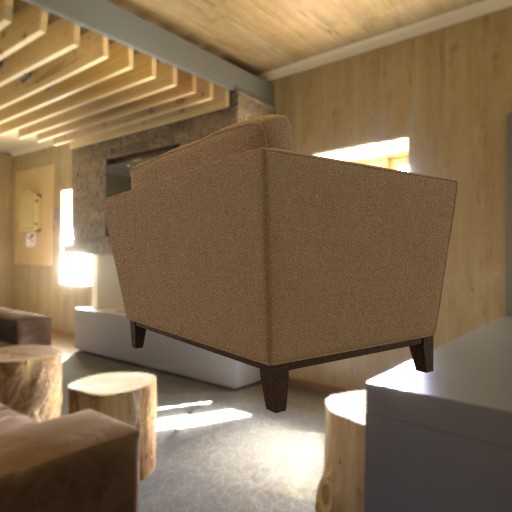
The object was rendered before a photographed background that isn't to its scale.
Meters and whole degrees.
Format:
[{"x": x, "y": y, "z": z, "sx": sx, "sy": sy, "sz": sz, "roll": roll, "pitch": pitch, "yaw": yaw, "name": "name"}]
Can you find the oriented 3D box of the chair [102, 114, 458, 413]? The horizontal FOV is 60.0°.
[{"x": 0.000, "y": 0.000, "z": 2.018, "sx": 0.965, "sy": 0.940, "sz": 1.397, "roll": 0, "pitch": 0, "yaw": -36, "name": "chair"}]
